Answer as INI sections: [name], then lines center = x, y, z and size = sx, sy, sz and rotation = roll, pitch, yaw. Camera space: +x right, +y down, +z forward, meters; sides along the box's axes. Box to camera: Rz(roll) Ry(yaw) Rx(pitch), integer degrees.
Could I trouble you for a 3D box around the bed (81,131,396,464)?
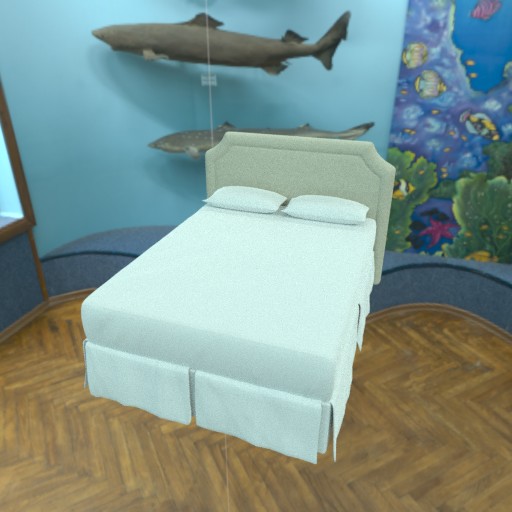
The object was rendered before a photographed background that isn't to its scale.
[bed]
center = 0.000, 0.000, 3.181
size = 1.693, 1.290, 2.116
rotation = 9, 28, 17
